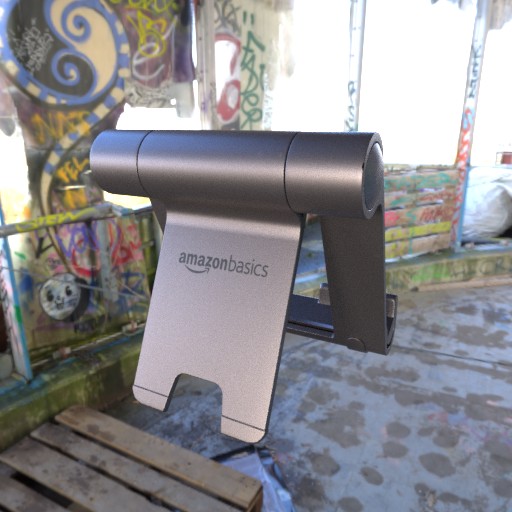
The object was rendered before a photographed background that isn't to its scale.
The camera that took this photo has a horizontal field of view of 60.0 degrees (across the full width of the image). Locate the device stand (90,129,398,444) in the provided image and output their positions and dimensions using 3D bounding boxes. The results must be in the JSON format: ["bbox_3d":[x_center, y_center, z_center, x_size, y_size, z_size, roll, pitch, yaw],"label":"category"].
[{"bbox_3d":[0.000,0.000,0.152,0.088,0.084,0.079,9,19,27],"label":"device stand"}]
